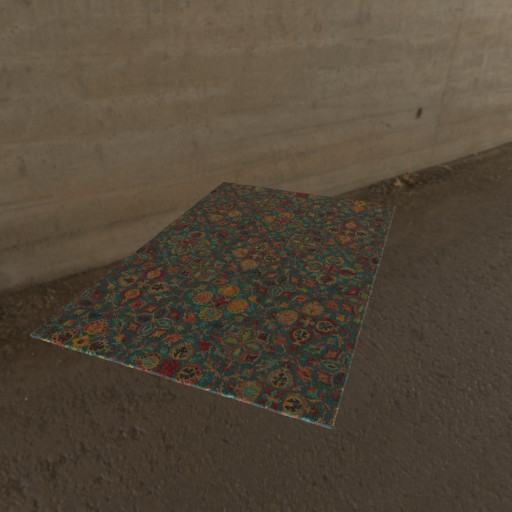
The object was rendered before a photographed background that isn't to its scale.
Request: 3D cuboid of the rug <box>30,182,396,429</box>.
[{"bbox_3d":[0.000,0.000,2.885,1.527,0.016,2.290,11,32,18],"label":"rug"}]
